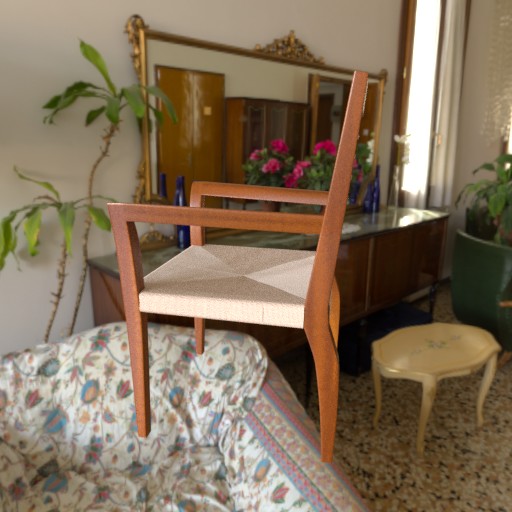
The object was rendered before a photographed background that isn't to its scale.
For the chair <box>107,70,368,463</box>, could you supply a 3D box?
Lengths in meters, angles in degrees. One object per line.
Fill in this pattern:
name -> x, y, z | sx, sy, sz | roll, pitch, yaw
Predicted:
chair -> 0.000, 0.000, 1.219 | 0.540, 0.855, 0.587 | 3, 14, 10
